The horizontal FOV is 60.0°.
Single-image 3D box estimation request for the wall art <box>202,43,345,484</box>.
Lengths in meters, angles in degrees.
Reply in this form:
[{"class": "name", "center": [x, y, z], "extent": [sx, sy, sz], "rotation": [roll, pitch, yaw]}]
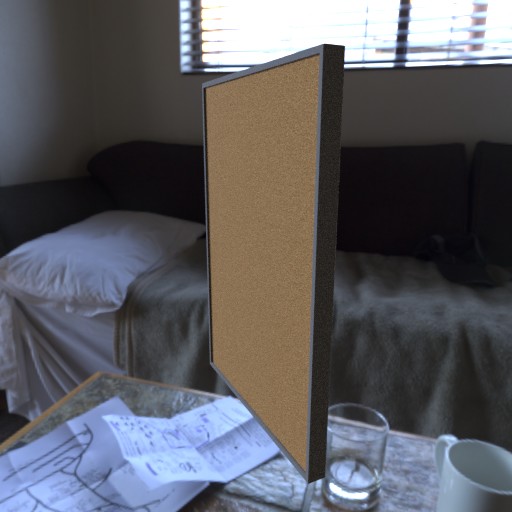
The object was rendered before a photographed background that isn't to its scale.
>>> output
[{"class": "wall art", "center": [0.000, 0.000, 0.958], "extent": [0.039, 0.753, 0.511], "rotation": [-7, 16, -26]}]
